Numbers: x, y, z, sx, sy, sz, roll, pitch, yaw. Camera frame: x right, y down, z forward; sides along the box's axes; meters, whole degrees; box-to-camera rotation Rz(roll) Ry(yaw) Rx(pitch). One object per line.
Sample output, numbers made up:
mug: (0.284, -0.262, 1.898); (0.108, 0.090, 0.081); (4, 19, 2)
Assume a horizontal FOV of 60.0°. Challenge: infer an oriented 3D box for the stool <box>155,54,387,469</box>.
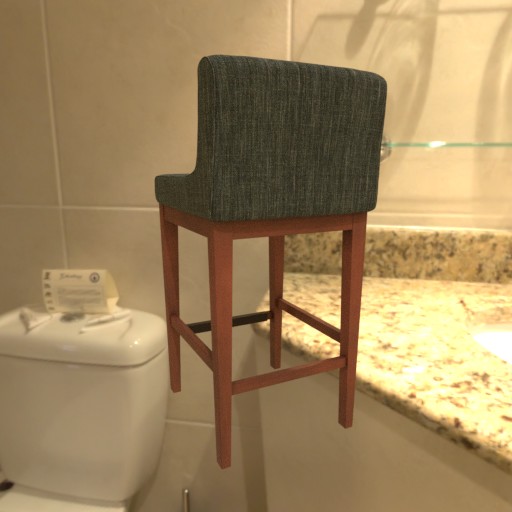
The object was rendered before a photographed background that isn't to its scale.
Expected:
stool: (0.000, 0.000, 1.106); (0.395, 0.835, 0.459); (-6, 13, -26)
